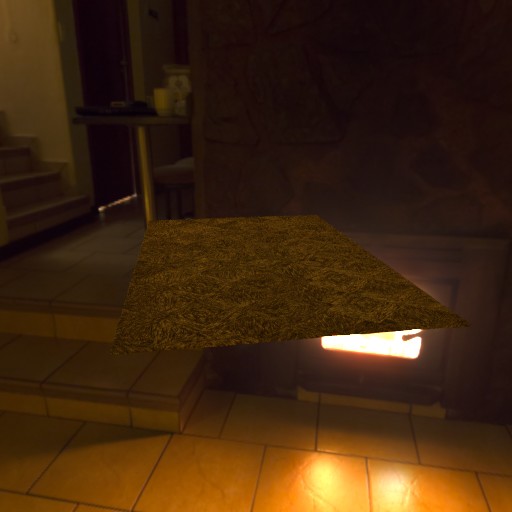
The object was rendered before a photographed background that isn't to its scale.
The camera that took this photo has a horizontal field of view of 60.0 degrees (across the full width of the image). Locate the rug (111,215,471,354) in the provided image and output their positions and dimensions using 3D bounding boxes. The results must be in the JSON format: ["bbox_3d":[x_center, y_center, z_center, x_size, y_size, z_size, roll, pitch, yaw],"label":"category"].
[{"bbox_3d":[0.000,0.000,2.260,1.189,0.011,1.808,-3,18,-9],"label":"rug"}]
